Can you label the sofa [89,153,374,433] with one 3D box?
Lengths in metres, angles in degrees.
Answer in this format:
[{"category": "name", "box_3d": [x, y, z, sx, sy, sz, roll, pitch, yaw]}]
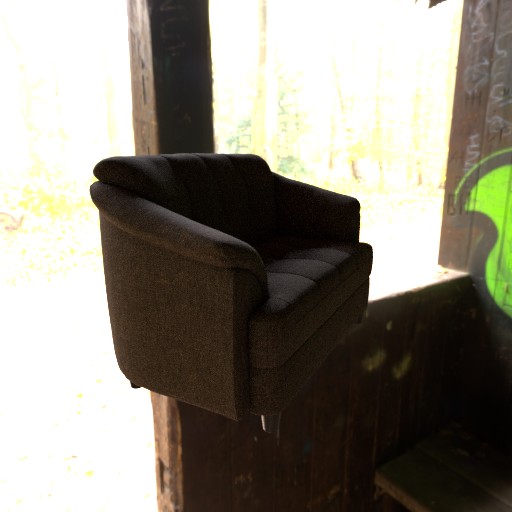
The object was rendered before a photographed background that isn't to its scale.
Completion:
[{"category": "sofa", "box_3d": [0.000, 0.000, 1.990, 0.799, 0.895, 1.404, 7, 15, 27]}]
